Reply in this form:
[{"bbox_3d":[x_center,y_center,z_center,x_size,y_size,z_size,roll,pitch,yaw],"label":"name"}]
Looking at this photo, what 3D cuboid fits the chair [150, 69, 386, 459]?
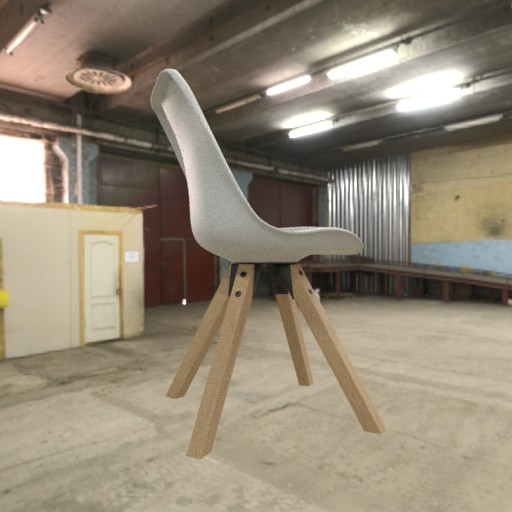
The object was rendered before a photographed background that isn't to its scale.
[{"bbox_3d":[0.000,0.000,1.193,0.550,0.850,0.485,0,0,-17],"label":"chair"}]
